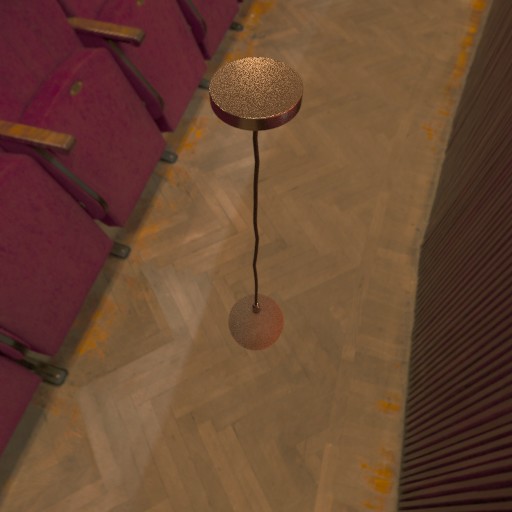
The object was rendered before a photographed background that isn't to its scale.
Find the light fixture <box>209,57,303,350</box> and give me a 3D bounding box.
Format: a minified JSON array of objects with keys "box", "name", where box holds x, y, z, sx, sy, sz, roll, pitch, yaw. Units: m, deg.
[{"box":[0.000,0.000,0.844,0.139,0.764,0.139,14,60,8],"name":"light fixture"}]
